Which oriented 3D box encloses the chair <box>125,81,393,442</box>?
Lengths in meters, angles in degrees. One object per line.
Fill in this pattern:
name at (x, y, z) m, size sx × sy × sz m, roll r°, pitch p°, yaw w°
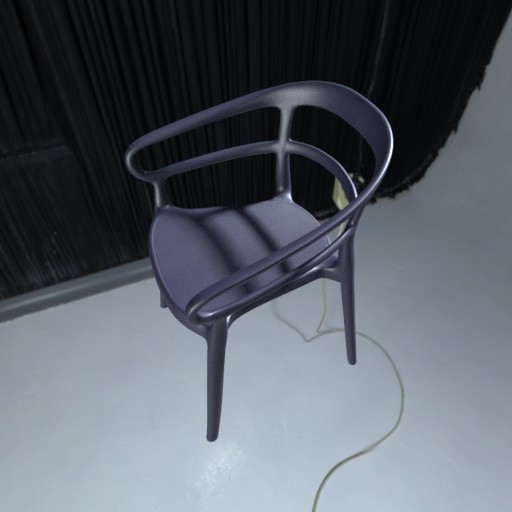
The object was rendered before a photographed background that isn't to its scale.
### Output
chair at (0.000, 0.000, 1.160) m, size 0.527 × 0.761 × 0.559 m, roll -17°, pitch 48°, yaw -16°
